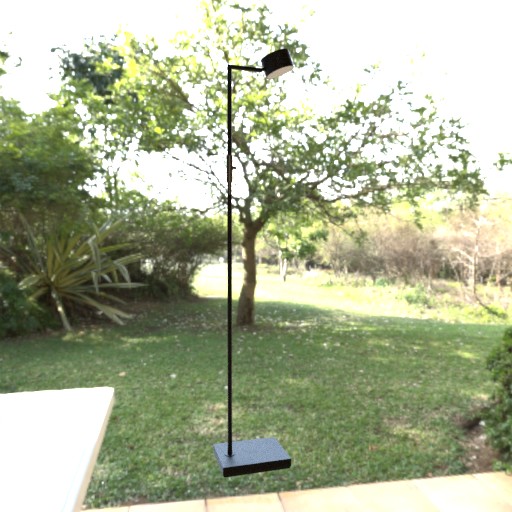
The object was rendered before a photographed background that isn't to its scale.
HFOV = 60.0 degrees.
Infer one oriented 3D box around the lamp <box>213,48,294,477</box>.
[{"bbox_3d":[0.000,0.000,1.722,0.304,1.600,0.203,0,1,-16],"label":"lamp"}]
